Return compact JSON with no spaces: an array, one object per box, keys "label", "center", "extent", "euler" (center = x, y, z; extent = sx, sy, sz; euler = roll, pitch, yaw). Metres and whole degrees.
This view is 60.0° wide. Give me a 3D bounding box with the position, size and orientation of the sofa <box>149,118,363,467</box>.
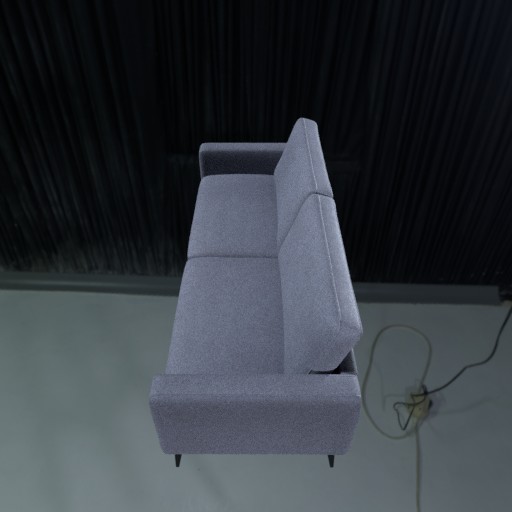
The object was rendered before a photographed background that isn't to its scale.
[{"label":"sofa","center":[0.000,0.000,2.378],"extent":[0.774,0.828,1.925],"euler":[0,41,0]}]
